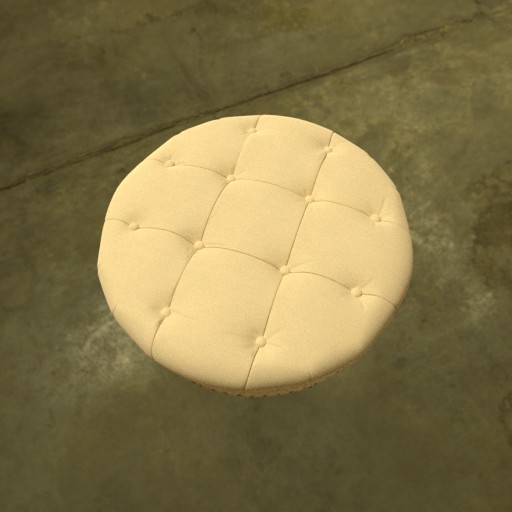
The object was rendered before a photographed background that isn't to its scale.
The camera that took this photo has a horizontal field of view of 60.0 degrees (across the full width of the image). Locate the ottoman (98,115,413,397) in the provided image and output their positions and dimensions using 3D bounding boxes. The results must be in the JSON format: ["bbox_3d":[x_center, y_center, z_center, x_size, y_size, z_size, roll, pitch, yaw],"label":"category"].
[{"bbox_3d":[0.000,0.000,1.389,0.901,0.439,0.901,0,59,0],"label":"ottoman"}]
